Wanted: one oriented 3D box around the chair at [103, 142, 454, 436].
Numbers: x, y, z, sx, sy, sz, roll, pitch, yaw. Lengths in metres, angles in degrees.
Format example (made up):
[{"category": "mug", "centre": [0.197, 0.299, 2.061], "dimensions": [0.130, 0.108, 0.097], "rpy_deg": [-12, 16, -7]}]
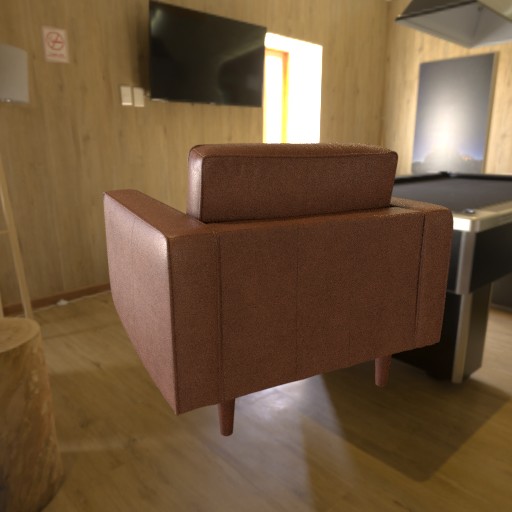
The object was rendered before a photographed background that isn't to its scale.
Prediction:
[{"category": "chair", "centre": [0.000, 0.000, 1.545], "dimensions": [0.920, 0.770, 0.900], "rpy_deg": [-7, 17, -26]}]
